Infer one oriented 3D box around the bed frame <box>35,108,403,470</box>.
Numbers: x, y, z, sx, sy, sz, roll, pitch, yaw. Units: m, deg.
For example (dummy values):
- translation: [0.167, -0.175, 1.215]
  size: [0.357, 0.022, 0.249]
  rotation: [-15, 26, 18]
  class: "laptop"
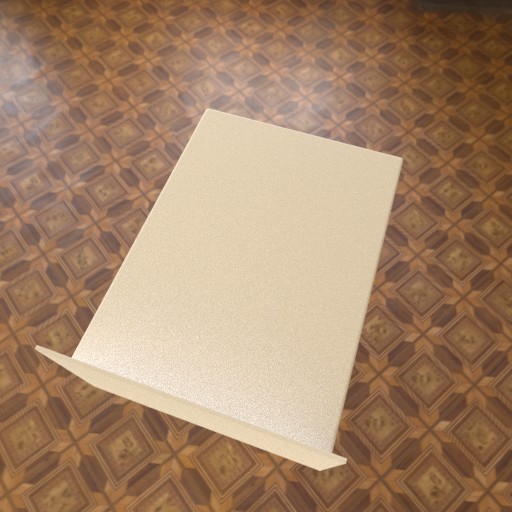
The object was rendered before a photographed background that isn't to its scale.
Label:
- translation: [0.000, 0.000, 2.610]
  size: [1.400, 0.800, 1.900]
  rotation: [17, 64, 9]
  class: "bed frame"
